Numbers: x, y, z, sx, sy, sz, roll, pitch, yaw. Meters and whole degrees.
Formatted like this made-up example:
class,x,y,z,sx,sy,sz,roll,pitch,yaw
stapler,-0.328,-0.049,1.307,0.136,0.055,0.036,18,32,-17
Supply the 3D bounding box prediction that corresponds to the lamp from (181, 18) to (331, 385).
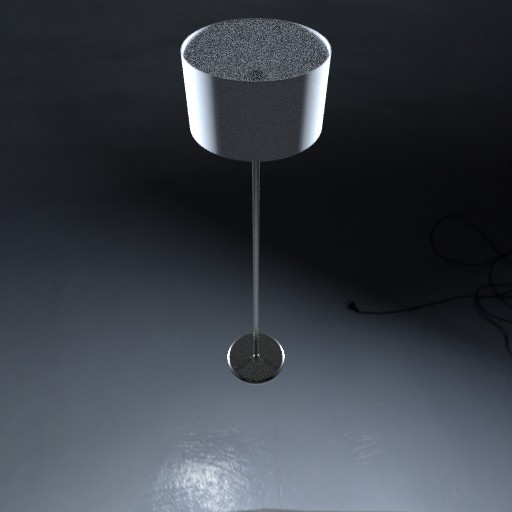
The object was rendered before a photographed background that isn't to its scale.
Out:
class,x,y,z,sx,sy,sz,roll,pitch,yaw
lamp,0.000,0.000,1.562,0.347,1.443,0.347,-3,48,-3
